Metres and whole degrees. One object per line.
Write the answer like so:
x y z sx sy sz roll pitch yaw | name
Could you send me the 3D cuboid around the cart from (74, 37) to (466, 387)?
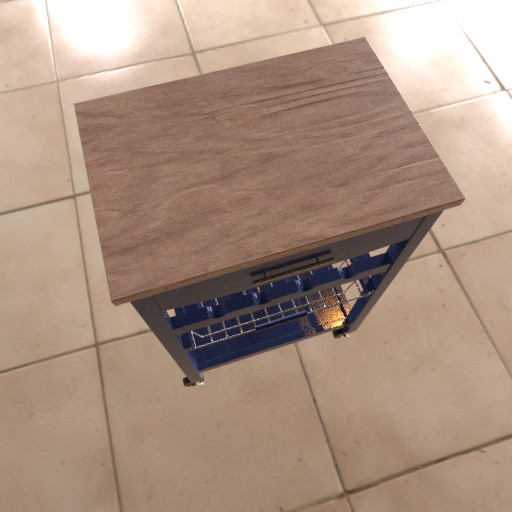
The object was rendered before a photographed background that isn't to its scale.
0.000 0.000 1.134 0.584 0.839 0.403 -16 66 -8 | cart
